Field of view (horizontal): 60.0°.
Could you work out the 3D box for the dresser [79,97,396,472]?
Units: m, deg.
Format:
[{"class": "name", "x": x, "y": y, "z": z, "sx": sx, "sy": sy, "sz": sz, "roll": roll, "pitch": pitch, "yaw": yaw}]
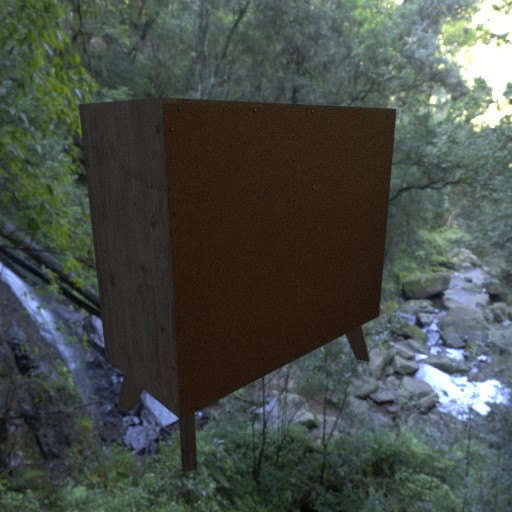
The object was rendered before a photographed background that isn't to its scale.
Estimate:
[{"class": "dresser", "x": 0.000, "y": 0.000, "z": 1.611, "sx": 0.998, "sy": 1.029, "sz": 0.455, "roll": -15, "pitch": 22, "yaw": -41}]
